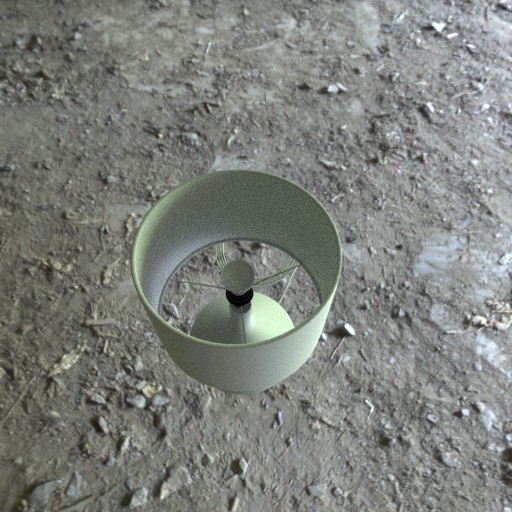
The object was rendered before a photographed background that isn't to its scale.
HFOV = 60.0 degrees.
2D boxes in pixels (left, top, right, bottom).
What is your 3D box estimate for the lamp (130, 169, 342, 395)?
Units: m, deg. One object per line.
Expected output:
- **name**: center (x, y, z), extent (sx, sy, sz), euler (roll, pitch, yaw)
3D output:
- **lamp**: center (0.000, 0.000, 0.901), extent (0.401, 0.457, 0.546), euler (30, 63, 17)
